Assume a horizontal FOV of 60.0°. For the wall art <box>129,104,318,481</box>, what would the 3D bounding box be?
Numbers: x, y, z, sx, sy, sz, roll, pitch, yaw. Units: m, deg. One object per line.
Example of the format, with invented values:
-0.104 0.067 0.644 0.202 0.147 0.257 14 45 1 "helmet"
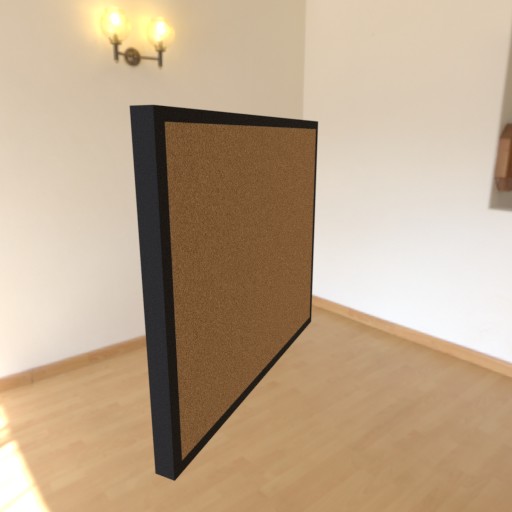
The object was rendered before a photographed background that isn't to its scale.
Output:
0.000 0.000 0.753 0.030 0.454 0.554 7 17 24 "wall art"
